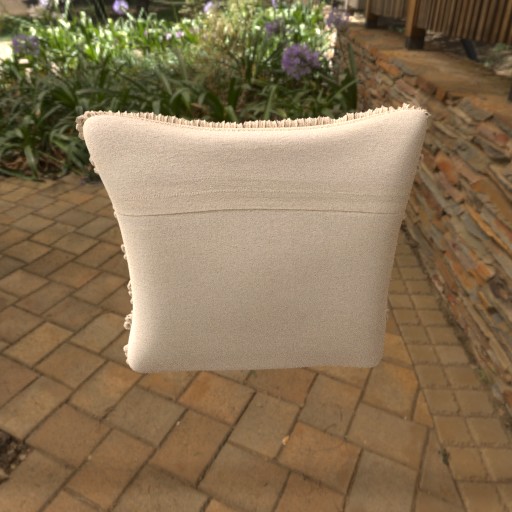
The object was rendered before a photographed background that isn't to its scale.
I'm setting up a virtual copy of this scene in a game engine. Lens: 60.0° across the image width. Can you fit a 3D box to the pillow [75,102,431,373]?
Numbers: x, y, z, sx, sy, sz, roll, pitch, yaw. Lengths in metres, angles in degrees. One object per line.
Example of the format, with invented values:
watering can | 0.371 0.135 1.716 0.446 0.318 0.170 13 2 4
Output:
pillow | 0.000 0.000 0.649 0.437 0.427 0.145 -1 31 -2
